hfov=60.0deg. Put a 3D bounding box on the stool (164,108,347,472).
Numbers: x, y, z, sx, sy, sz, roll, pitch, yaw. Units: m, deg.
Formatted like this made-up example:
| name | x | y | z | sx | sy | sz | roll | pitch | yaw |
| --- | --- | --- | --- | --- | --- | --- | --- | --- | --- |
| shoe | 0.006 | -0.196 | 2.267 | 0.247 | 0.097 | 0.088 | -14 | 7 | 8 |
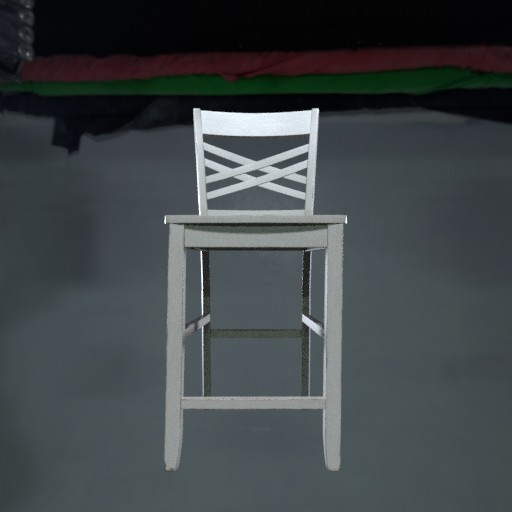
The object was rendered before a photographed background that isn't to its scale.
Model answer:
| name | x | y | z | sx | sy | sz | roll | pitch | yaw |
| --- | --- | --- | --- | --- | --- | --- | --- | --- | --- |
| stool | 0.000 | 0.000 | 1.365 | 0.462 | 1.079 | 0.539 | 0 | -1 | 0 |
